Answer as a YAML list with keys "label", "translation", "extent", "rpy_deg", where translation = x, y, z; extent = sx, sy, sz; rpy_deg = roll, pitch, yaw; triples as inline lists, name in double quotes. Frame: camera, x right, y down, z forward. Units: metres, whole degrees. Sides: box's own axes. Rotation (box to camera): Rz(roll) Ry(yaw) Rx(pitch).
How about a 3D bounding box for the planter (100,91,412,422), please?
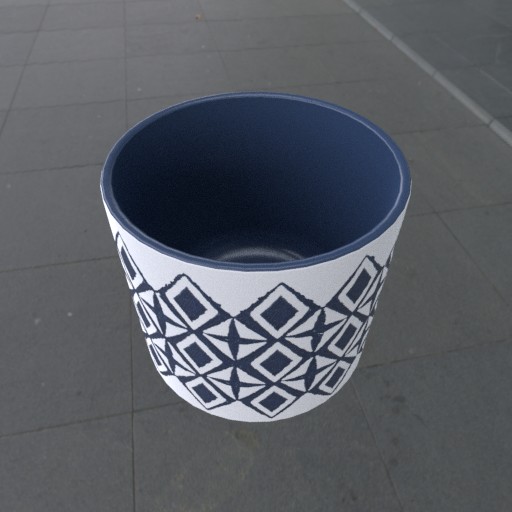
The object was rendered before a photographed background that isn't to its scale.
- label: "planter"
  translation: [0.000, 0.000, 0.397]
  extent: [0.224, 0.203, 0.224]
  rpy_deg: [0, 46, 0]
